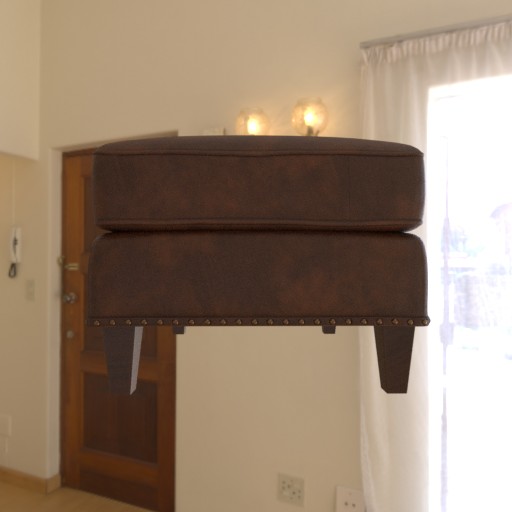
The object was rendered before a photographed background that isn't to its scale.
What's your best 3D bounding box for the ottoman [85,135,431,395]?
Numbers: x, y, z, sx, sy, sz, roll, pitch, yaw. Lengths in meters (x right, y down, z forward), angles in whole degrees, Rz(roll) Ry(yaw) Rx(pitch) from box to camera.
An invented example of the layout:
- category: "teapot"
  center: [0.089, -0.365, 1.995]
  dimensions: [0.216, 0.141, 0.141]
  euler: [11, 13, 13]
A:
- category: "ottoman"
  center: [0.000, 0.000, 1.102]
  dimensions: [0.586, 0.486, 0.742]
  euler: [0, -1, -1]
